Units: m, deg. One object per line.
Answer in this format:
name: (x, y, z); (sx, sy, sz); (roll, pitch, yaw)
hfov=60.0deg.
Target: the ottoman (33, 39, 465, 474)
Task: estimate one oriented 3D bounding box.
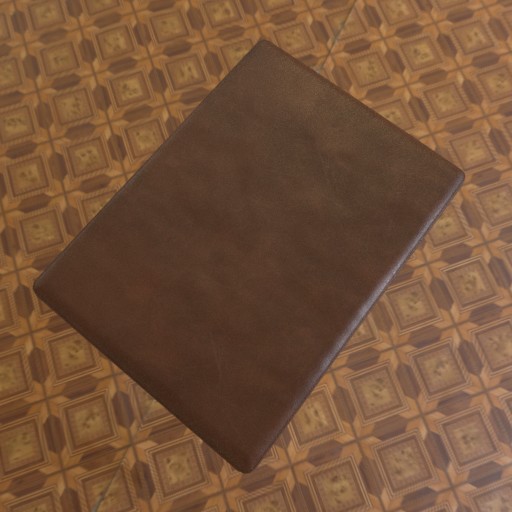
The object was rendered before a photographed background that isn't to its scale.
ottoman: (0.000, 0.000, 1.158); (0.588, 0.509, 0.795); (38, 79, 9)
